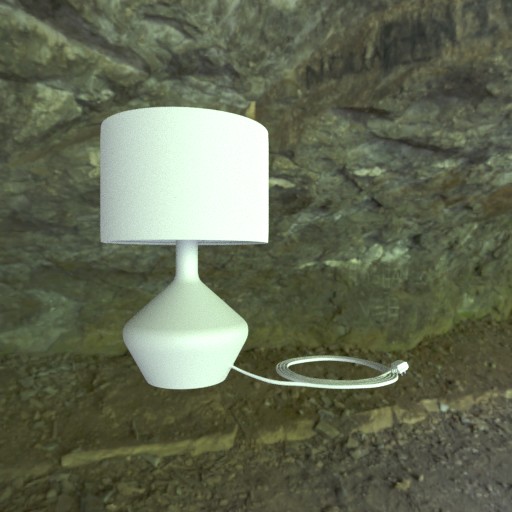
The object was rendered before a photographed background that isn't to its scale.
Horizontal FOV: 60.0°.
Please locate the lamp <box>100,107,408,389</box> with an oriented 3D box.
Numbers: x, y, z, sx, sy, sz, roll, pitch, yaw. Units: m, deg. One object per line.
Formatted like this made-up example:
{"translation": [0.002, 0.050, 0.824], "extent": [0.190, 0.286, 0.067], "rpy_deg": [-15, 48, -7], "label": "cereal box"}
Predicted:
{"translation": [0.000, 0.000, 0.837], "extent": [0.546, 0.457, 0.401], "rpy_deg": [0, 0, 19], "label": "lamp"}
